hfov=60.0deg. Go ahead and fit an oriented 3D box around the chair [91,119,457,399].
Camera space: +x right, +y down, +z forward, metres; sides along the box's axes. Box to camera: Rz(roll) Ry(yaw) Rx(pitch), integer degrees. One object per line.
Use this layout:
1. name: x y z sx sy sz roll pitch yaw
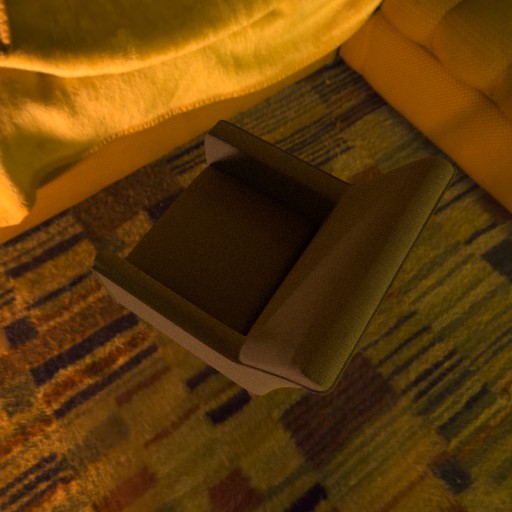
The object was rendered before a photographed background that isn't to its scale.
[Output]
1. chair: 0.000 0.000 1.629 0.899 0.919 0.780 31 68 14
